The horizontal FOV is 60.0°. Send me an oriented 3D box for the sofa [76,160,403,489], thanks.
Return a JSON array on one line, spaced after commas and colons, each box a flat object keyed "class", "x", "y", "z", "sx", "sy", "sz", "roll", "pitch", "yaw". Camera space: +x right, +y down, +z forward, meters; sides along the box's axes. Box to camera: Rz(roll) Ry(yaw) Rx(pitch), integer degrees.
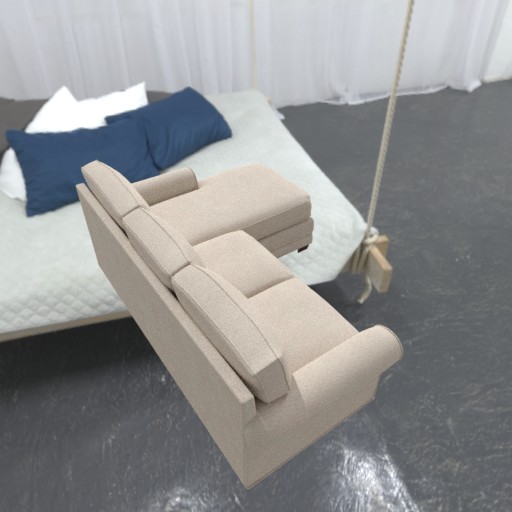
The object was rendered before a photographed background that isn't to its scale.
[{"class": "sofa", "x": 0.000, "y": 0.000, "z": 2.271, "sx": 1.226, "sy": 0.734, "sz": 1.770, "roll": -24, "pitch": 45, "yaw": -27}]
